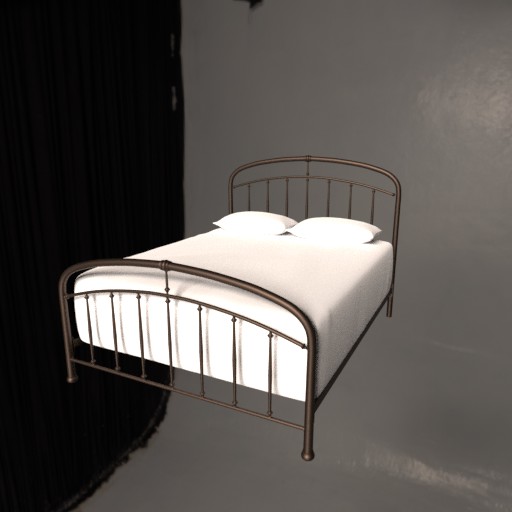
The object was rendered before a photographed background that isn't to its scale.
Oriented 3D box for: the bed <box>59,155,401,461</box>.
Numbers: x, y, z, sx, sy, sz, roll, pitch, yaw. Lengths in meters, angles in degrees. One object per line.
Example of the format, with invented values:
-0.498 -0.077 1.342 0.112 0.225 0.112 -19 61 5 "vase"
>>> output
0.000 0.000 3.306 1.711 1.425 2.180 7 16 26 "bed"
